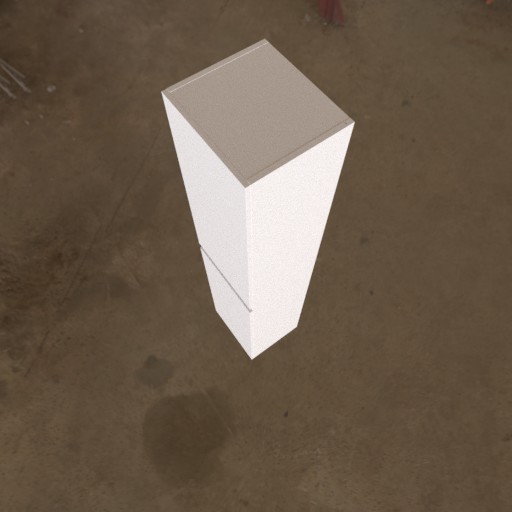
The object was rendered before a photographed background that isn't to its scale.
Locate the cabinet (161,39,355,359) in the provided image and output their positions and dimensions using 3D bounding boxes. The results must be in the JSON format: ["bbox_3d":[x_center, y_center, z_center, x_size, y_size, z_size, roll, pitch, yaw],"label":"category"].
[{"bbox_3d":[0.000,0.000,1.533,0.269,1.400,0.300,-33,69,-15],"label":"cabinet"}]
